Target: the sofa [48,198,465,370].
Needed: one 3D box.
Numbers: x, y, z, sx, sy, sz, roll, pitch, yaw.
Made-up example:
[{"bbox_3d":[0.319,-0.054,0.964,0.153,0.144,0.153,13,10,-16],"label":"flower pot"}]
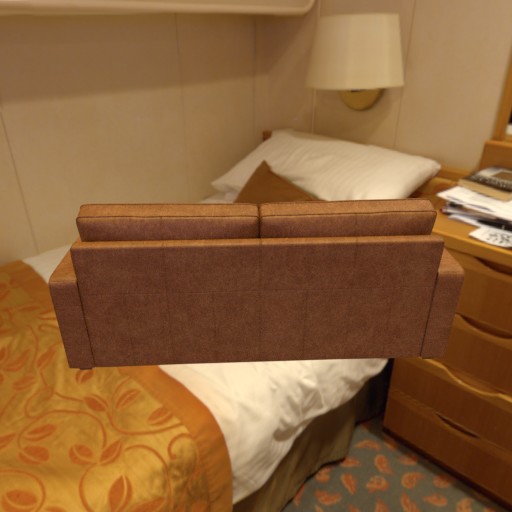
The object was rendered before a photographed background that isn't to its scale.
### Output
[{"bbox_3d":[0.000,0.000,2.709,2.156,0.928,0.991,-1,28,-2],"label":"sofa"}]
